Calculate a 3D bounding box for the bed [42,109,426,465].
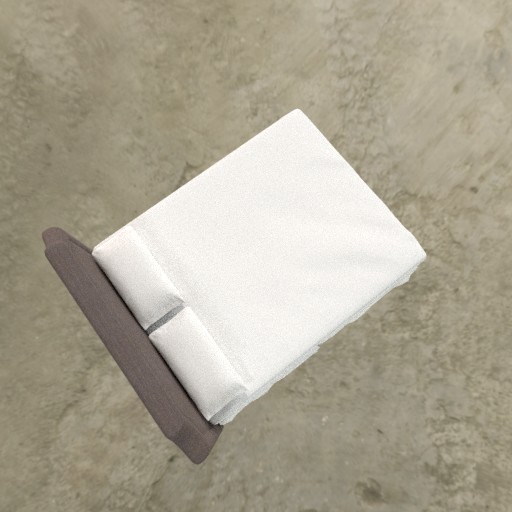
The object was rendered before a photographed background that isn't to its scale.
[{"bbox_3d":[0.000,0.000,3.175,2.116,1.290,1.693,-36,79,-8],"label":"bed"}]
